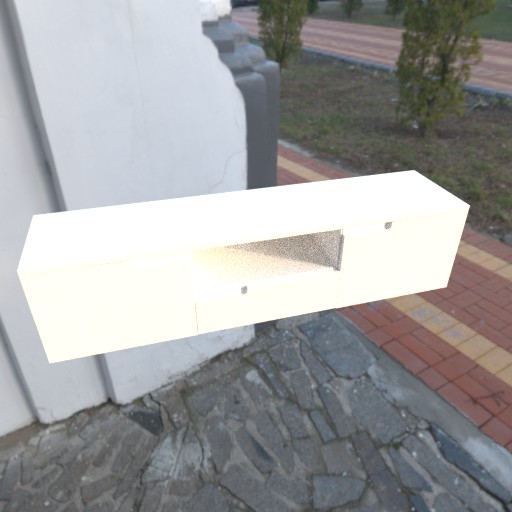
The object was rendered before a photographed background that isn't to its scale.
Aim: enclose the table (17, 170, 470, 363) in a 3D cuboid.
[{"bbox_3d":[0.000,0.000,1.832,1.650,0.420,0.390,-9,34,-14],"label":"table"}]
